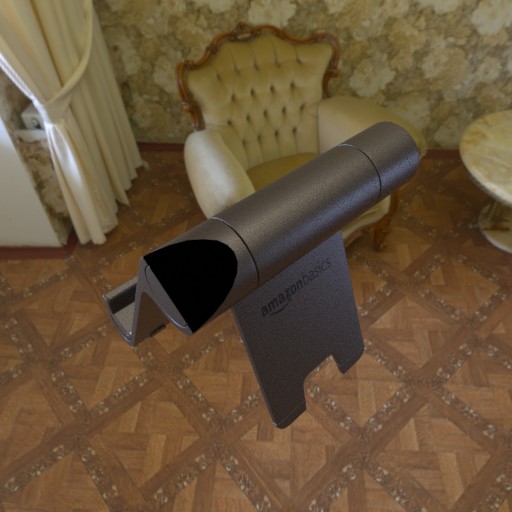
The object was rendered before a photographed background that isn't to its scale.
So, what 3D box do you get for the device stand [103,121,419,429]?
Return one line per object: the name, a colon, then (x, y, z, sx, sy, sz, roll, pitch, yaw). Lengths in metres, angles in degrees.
device stand: (0.000, 0.000, 0.154, 0.088, 0.084, 0.079, -34, 55, -28)
